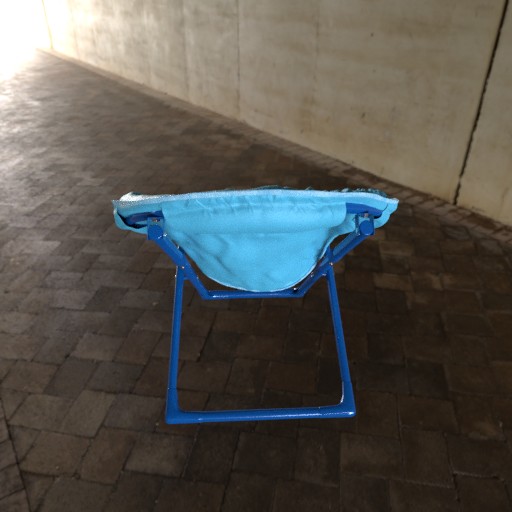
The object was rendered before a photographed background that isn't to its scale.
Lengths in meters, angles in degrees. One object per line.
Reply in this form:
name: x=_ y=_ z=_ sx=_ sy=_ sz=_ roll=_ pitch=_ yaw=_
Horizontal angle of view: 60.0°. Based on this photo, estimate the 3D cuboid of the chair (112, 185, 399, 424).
chair: x=0.000 y=0.000 z=0.904 sx=0.520 sy=0.478 sz=0.465 roll=-1 pitch=31 yaw=-2
